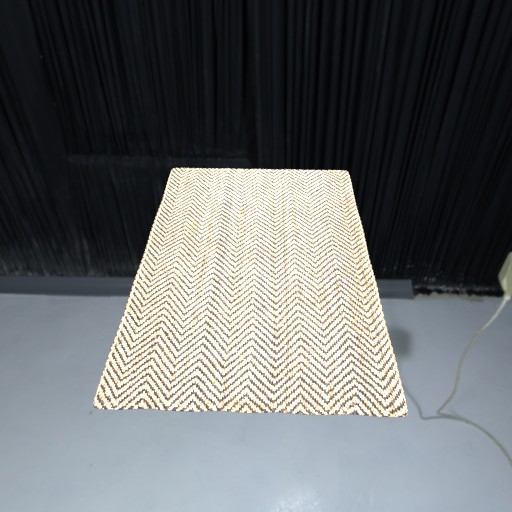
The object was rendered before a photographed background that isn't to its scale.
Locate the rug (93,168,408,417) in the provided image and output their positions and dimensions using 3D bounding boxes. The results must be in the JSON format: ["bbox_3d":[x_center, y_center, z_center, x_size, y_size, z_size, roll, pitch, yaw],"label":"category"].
[{"bbox_3d":[0.000,0.000,2.382,1.219,0.008,1.828,1,41,1],"label":"rug"}]
